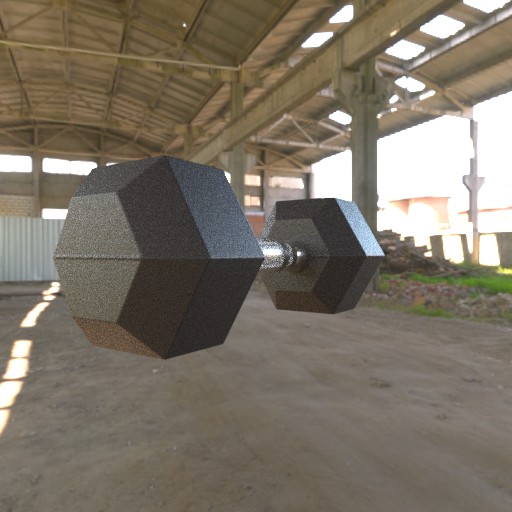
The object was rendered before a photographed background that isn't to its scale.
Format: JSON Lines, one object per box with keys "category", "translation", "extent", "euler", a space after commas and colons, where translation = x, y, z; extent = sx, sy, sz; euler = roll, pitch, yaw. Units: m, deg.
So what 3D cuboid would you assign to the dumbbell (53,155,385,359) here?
{"category": "dumbbell", "translation": [0.000, 0.000, 0.372], "extent": [0.129, 0.113, 0.315], "euler": [0, 0, 35]}
